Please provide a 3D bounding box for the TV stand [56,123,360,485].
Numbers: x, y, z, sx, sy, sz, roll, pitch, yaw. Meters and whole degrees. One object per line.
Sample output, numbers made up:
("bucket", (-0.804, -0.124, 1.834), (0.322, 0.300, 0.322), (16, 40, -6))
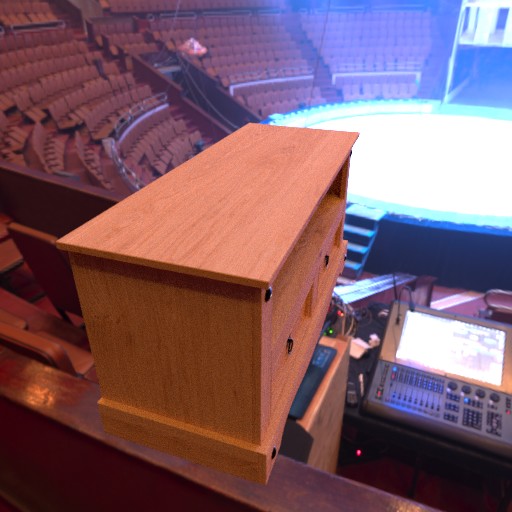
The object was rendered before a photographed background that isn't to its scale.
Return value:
("TV stand", (0.000, 0.000, 1.369), (0.440, 0.550, 1.080), (10, 31, 17))
